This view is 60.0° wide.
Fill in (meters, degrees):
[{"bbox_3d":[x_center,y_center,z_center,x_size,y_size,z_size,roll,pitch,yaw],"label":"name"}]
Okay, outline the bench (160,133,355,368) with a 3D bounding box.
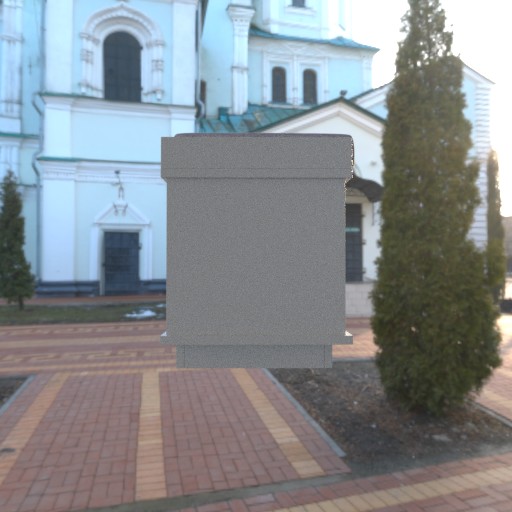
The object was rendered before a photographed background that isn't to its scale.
[{"bbox_3d":[0.000,0.000,1.406,0.363,0.453,1.196,0,-1,-1],"label":"bench"}]
